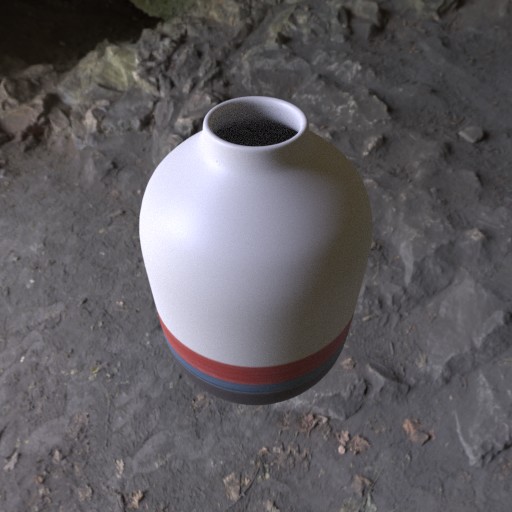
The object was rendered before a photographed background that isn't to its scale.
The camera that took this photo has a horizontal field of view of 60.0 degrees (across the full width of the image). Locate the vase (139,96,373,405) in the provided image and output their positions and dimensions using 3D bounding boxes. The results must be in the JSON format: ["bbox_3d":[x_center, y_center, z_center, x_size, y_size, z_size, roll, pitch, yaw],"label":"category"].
[{"bbox_3d":[0.000,0.000,0.353,0.169,0.237,0.169,0,46,0],"label":"vase"}]
